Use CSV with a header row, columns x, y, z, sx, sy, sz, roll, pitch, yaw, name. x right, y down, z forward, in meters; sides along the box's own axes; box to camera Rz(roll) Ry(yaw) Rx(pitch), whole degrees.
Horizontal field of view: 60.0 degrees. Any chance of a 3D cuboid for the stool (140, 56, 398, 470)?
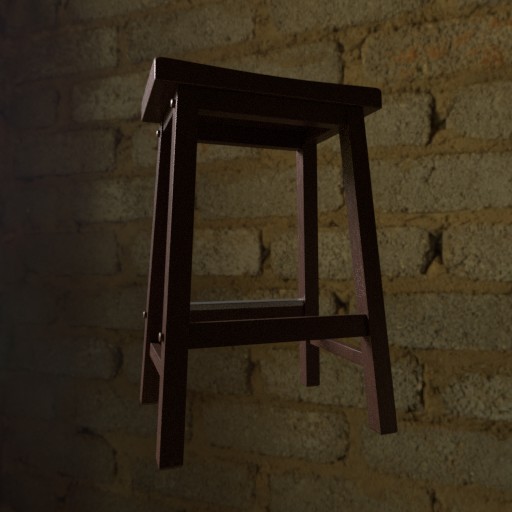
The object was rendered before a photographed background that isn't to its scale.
x,y,z,sx,sy,sz,roll,pitch,yaw,name
0.000,0.000,0.847,0.406,0.610,0.322,0,0,-19,stool
